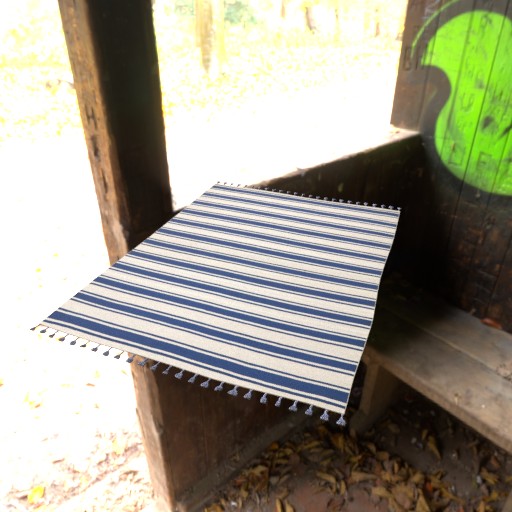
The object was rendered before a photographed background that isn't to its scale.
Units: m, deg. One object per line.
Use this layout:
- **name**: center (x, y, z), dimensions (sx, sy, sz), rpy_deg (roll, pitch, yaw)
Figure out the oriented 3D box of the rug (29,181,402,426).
- **rug**: center (0.000, 0.000, 4.398), dimensions (2.471, 0.016, 3.416), rpy_deg (11, 33, 18)
